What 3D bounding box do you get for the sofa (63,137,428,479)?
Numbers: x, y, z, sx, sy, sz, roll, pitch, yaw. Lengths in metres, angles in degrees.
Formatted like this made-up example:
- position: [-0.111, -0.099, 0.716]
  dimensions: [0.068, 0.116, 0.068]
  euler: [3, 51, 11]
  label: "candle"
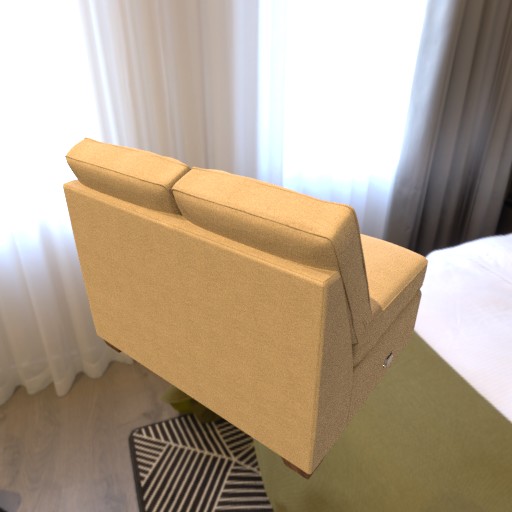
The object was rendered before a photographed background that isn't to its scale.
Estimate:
- position: [0.000, 0.000, 1.939]
  dimensions: [1.232, 1.006, 0.978]
  euler: [21, 35, 33]
  label: "sofa"
